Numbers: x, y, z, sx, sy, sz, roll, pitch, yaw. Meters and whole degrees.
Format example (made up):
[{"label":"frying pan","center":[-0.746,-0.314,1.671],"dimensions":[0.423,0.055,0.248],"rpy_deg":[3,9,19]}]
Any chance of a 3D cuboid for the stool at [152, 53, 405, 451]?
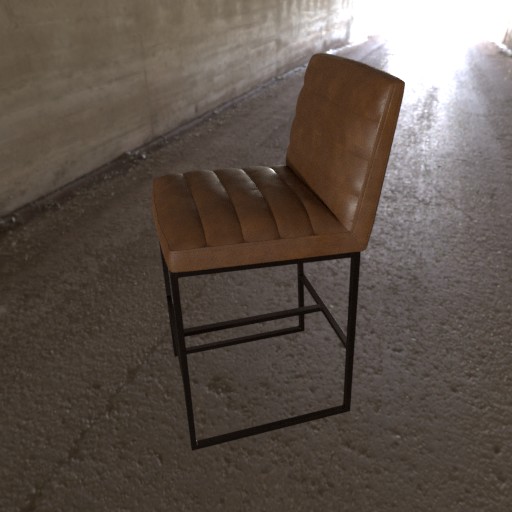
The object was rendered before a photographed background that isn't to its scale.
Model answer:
[{"label":"stool","center":[0.000,0.000,1.330],"dimensions":[0.562,1.065,0.463],"rpy_deg":[-9,33,-14]}]
